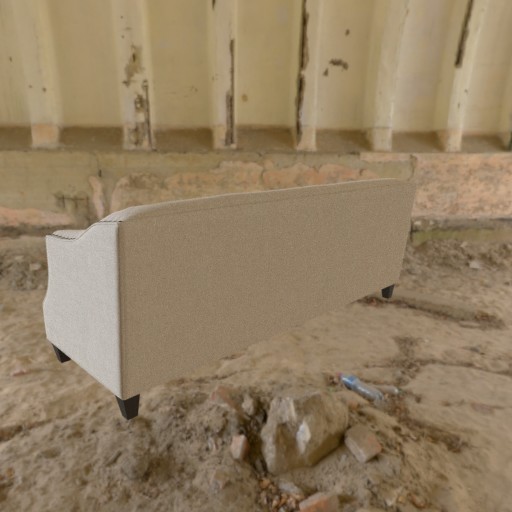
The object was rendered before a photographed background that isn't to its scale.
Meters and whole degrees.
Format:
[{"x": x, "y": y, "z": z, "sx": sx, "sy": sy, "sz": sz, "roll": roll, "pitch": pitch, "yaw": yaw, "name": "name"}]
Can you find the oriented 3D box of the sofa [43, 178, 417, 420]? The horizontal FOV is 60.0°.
[{"x": 0.000, "y": 0.000, "z": 2.700, "sx": 2.235, "sy": 0.901, "sz": 0.914, "roll": -14, "pitch": 20, "yaw": -43, "name": "sofa"}]
